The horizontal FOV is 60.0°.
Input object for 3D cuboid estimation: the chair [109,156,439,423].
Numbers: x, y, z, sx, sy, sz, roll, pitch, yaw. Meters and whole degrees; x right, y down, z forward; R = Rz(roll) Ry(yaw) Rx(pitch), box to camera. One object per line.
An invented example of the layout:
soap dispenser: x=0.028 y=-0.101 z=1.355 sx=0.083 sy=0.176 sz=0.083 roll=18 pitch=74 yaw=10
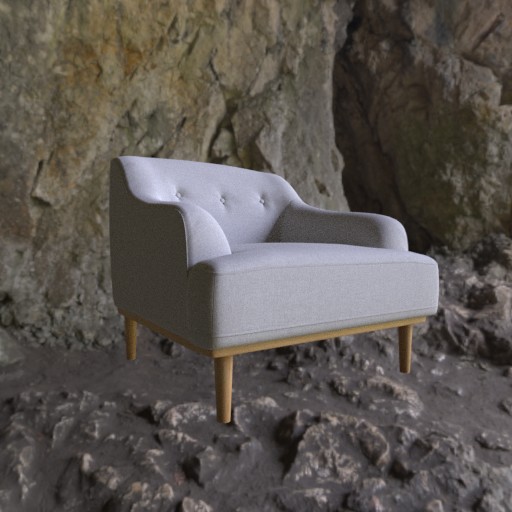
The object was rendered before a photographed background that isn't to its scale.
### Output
chair: x=0.000 y=0.000 z=1.659 sx=0.946 sy=0.818 sz=0.951 roll=-1 pitch=2 yaw=-35
